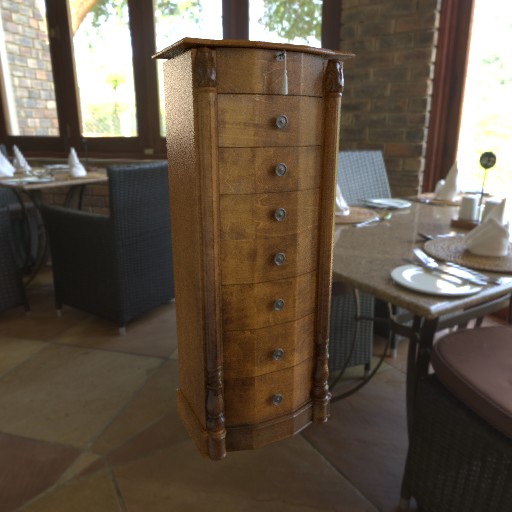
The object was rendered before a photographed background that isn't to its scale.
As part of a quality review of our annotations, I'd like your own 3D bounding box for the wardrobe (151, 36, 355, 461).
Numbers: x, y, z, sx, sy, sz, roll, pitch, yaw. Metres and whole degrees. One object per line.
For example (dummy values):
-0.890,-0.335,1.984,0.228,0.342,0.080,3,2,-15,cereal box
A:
0.000,0.000,1.132,0.406,0.959,0.273,-8,18,-26,wardrobe
